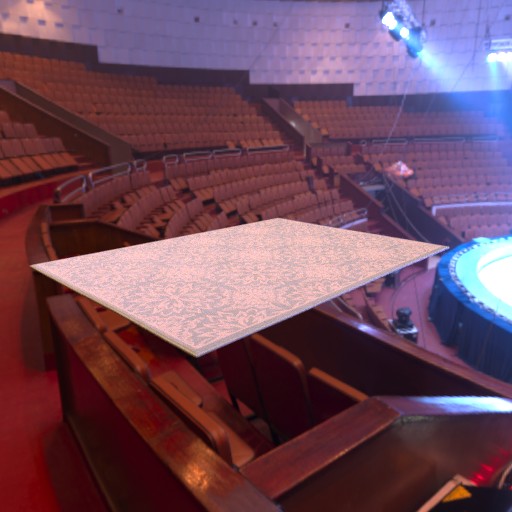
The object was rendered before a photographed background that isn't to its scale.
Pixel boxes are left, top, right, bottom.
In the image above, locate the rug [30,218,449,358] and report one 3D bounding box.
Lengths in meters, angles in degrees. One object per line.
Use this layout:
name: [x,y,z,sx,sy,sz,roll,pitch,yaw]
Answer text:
rug: [0.000,0.000,2.839,1.589,0.014,2.205,14,21,43]
